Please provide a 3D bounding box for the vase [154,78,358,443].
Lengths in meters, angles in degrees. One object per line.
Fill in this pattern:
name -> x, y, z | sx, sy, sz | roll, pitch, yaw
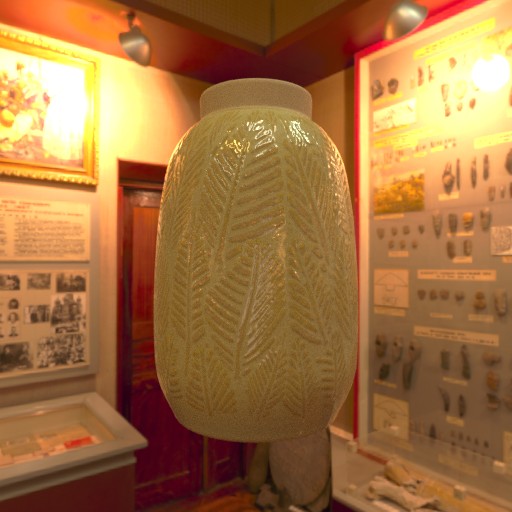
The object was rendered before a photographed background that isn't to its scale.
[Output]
vase -> 0.000, 0.000, 0.383 | 0.172, 0.270, 0.172 | 0, -1, 0
